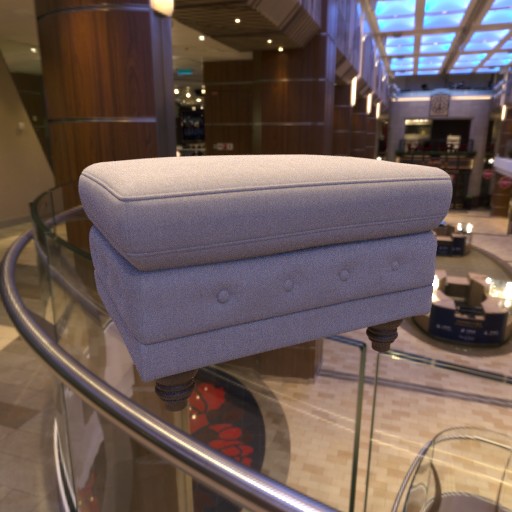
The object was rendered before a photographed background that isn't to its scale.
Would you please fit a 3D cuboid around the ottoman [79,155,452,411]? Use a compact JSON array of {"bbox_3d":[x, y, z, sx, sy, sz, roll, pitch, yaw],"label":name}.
[{"bbox_3d":[0.000,0.000,1.137,0.771,0.500,0.569,-8,17,-26],"label":"ottoman"}]
